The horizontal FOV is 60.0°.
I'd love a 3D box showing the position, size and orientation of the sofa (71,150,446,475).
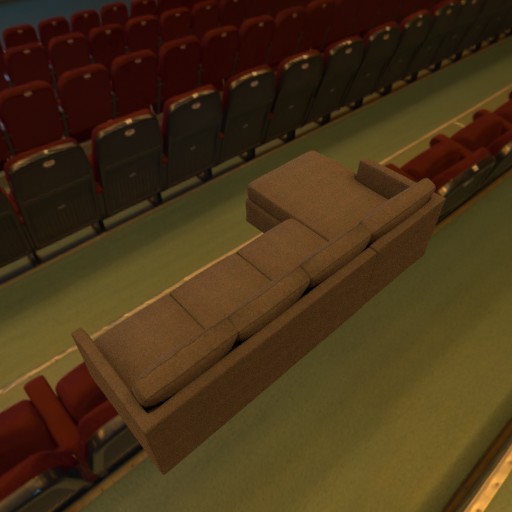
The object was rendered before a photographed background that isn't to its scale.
[{"bbox_3d":[0.000,0.000,3.868,3.205,0.922,1.650,-33,54,-28],"label":"sofa"}]
